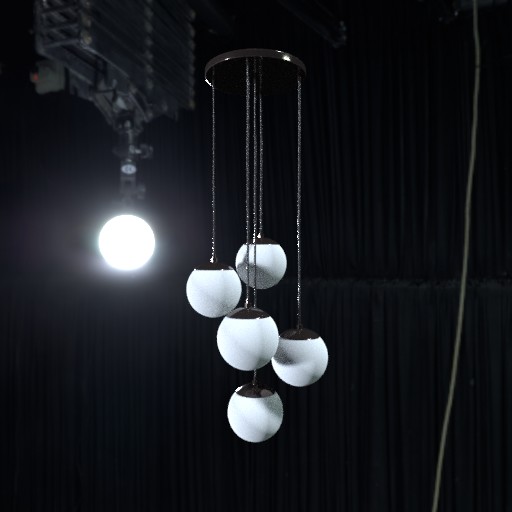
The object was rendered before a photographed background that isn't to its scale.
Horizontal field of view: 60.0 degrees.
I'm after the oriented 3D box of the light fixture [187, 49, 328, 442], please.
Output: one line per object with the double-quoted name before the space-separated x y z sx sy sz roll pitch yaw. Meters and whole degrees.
"light fixture" 0.000 0.000 1.528 0.484 1.271 0.489 0 0 18
